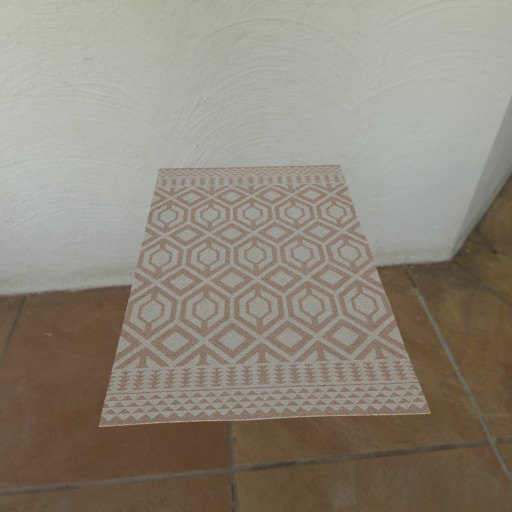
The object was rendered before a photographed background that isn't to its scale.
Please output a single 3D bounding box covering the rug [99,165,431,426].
[{"bbox_3d":[0.000,0.000,2.313,1.219,0.008,1.829,-2,41,-2],"label":"rug"}]
